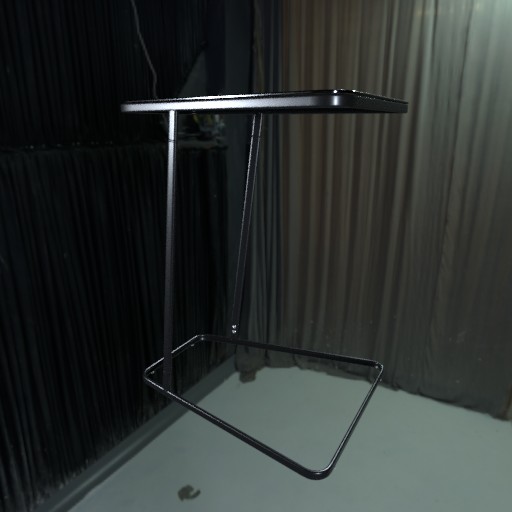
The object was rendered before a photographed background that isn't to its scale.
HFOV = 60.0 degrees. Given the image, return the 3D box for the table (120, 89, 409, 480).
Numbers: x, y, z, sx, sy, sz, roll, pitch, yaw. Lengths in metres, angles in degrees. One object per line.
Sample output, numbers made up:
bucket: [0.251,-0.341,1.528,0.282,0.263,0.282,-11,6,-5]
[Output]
table: [0.000,0.000,0.942,0.500,0.624,0.427,9,19,28]
